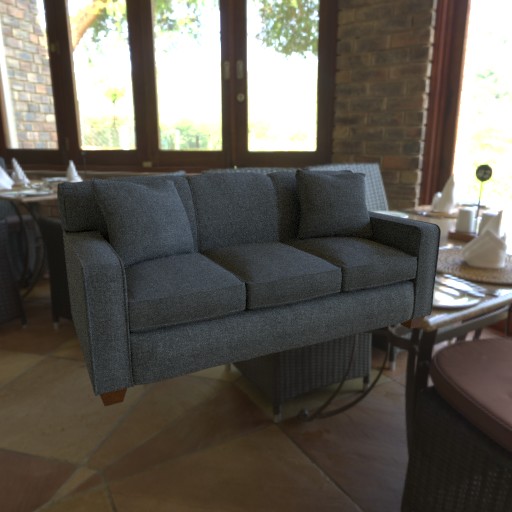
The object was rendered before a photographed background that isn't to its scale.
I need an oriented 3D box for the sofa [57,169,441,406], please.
[{"bbox_3d":[0.000,0.000,2.613,2.024,0.958,0.997,-7,16,-26],"label":"sofa"}]
